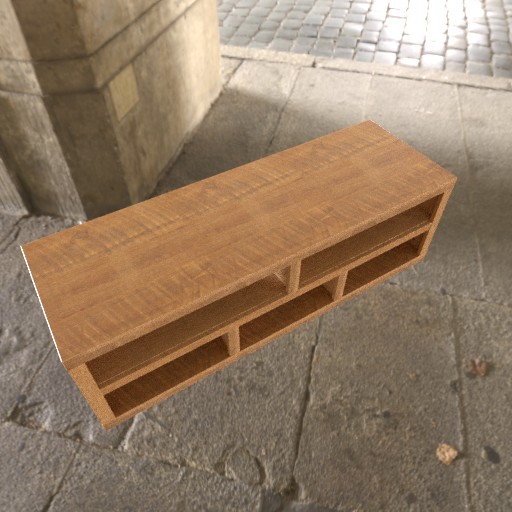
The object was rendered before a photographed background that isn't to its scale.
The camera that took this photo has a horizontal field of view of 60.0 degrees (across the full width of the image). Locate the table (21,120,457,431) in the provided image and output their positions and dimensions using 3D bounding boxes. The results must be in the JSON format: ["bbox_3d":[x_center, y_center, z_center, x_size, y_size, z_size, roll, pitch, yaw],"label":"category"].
[{"bbox_3d":[0.000,0.000,1.749,1.499,0.491,0.499,-24,52,-21],"label":"table"}]
